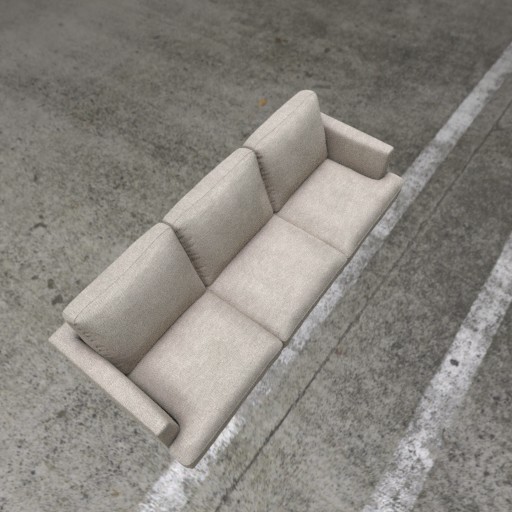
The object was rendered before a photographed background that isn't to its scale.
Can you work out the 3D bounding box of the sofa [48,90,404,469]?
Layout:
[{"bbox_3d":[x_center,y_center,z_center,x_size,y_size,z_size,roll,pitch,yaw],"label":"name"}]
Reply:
[{"bbox_3d":[0.000,0.000,2.668,0.903,0.930,2.246,32,63,19],"label":"sofa"}]
